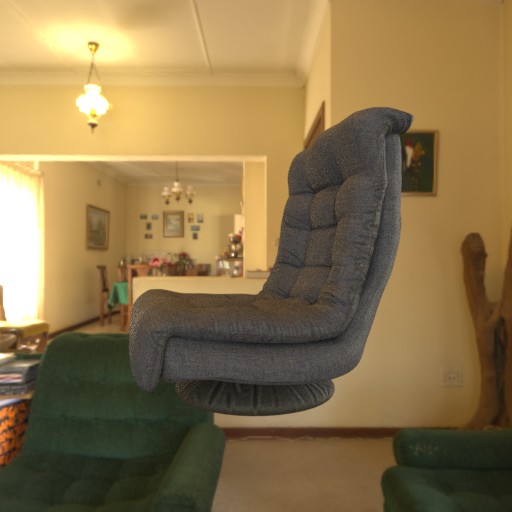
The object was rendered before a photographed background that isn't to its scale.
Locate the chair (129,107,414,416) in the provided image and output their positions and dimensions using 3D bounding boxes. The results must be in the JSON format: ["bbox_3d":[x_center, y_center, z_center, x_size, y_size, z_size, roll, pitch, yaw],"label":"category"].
[{"bbox_3d":[0.000,0.000,1.208,0.668,0.749,0.597,0,0,-17],"label":"chair"}]
